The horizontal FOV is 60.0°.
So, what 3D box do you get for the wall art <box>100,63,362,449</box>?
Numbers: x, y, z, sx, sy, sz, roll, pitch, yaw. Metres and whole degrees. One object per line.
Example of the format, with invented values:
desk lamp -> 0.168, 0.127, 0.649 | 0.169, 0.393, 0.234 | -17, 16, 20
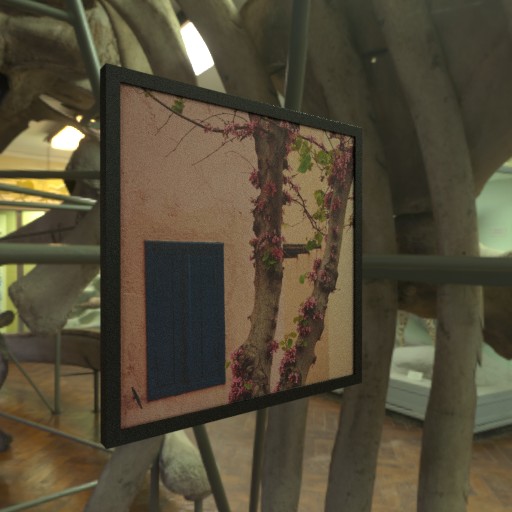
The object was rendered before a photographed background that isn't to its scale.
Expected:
wall art -> 0.000, 0.000, 1.115 | 0.762, 0.762, 0.038 | 0, 0, -36
